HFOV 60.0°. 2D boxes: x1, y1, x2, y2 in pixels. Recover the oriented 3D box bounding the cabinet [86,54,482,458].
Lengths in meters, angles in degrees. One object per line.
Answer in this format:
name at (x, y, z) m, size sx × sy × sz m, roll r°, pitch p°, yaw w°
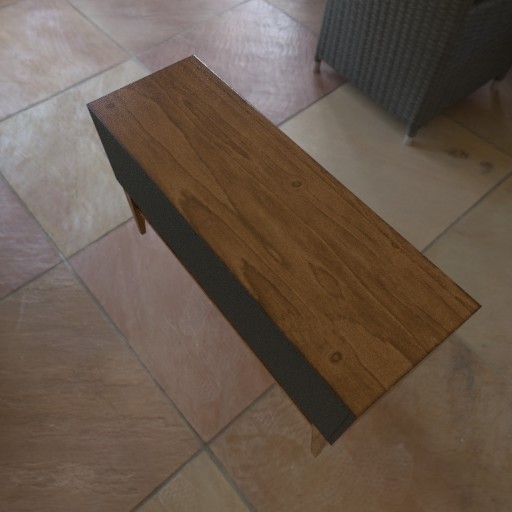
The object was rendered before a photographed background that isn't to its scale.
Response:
cabinet at (0.000, 0.000, 1.720) m, size 0.477 × 0.802 × 1.363 m, roll -34°, pitch 64°, yaw -19°
